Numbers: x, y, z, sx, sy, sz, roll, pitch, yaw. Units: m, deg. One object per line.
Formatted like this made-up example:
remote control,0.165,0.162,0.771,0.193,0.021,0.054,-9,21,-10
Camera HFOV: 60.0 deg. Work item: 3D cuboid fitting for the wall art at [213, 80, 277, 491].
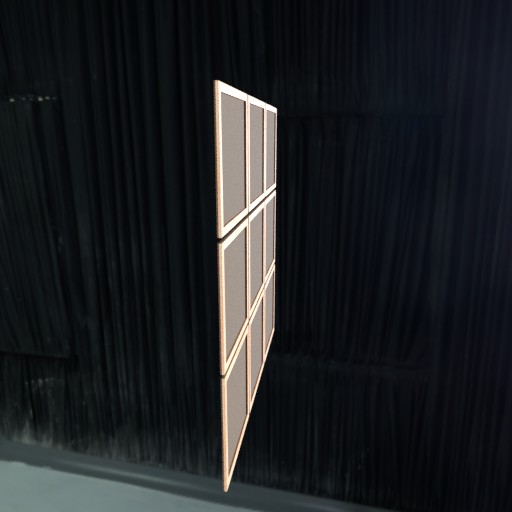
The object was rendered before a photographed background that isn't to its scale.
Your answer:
wall art,0.000,0.000,1.821,0.013,1.218,1.216,2,15,9
